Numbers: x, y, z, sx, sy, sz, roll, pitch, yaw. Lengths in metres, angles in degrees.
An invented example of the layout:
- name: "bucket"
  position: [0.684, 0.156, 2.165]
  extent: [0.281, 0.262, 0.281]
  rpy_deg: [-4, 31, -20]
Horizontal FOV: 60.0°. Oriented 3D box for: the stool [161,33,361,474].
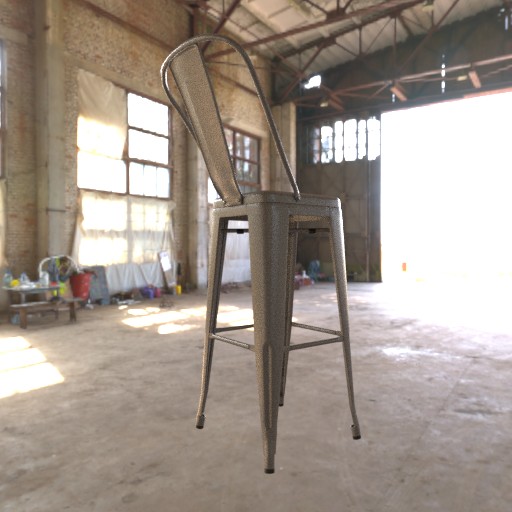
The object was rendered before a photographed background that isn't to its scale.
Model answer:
- name: "stool"
  position: [0.000, 0.000, 1.311]
  extent: [0.513, 1.096, 0.399]
  rpy_deg: [-1, 1, -37]
